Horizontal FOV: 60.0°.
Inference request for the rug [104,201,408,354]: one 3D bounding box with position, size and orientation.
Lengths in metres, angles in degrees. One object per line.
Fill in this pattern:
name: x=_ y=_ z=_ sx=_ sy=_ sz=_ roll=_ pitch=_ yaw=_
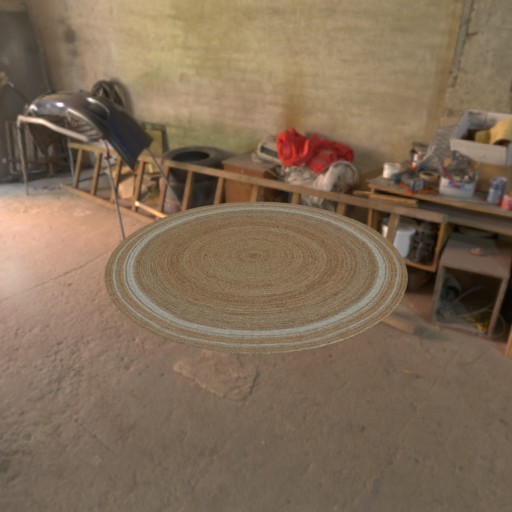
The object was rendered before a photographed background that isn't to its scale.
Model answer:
rug: x=0.000 y=0.000 z=3.733 sx=2.444 sy=0.015 sz=2.444 roll=0 pitch=29 yaw=0
